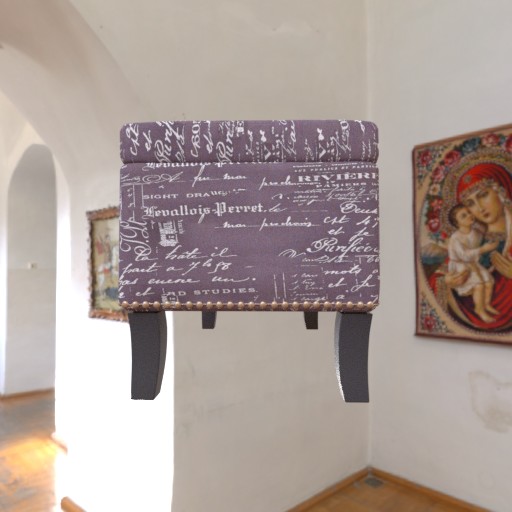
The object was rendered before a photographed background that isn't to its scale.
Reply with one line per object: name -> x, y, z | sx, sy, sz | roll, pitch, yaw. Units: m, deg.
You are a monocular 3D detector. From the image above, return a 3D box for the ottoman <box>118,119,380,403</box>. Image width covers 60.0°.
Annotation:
ottoman -> 0.000, 0.000, 1.065 | 0.406, 0.457, 0.813 | 0, -1, 2
